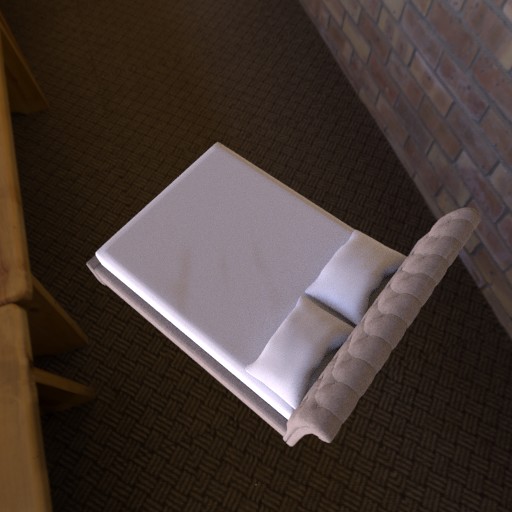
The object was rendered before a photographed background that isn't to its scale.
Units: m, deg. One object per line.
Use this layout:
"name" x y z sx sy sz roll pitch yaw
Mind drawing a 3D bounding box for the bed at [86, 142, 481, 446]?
"bed" 0.000 0.000 3.320 2.252 1.371 1.645 36 68 17
